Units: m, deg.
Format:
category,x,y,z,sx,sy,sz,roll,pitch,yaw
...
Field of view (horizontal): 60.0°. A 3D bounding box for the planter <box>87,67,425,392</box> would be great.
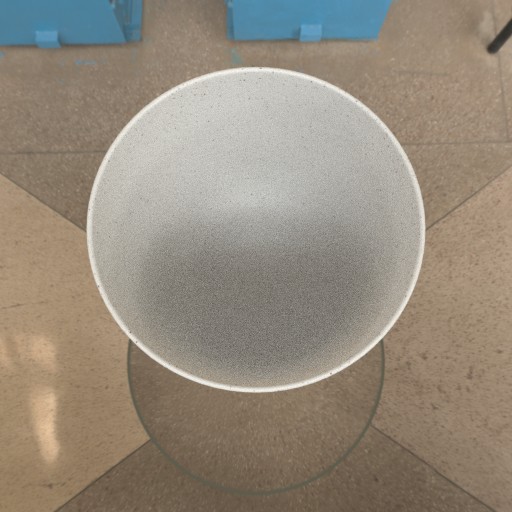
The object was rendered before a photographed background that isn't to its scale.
category,x,y,z,sx,sy,sz,roll,pitch,yaw
planter,0.000,0.000,0.358,0.195,0.214,0.195,0,77,0
